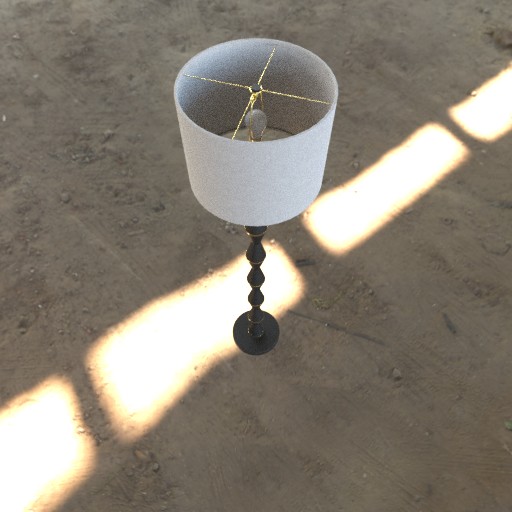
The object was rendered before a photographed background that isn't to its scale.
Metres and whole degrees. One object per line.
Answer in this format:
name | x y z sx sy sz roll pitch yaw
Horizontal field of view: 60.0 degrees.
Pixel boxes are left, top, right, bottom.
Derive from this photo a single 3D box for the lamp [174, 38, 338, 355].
lamp | 0.000 0.000 1.654 0.381 1.480 0.381 14 59 9
